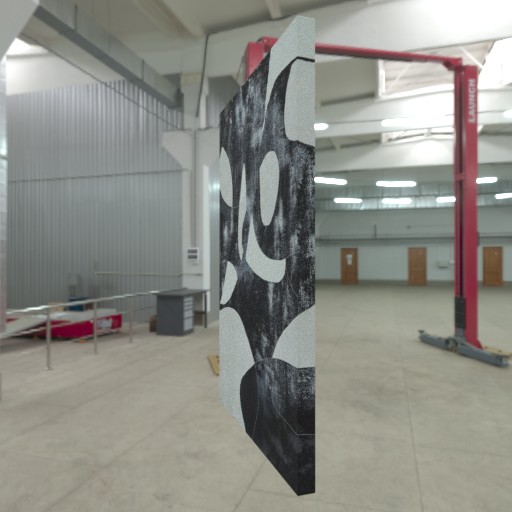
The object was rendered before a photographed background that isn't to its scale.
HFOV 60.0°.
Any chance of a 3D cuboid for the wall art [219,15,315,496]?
[{"bbox_3d":[0.000,0.000,1.137,0.041,0.915,0.610,0,0,-19],"label":"wall art"}]
